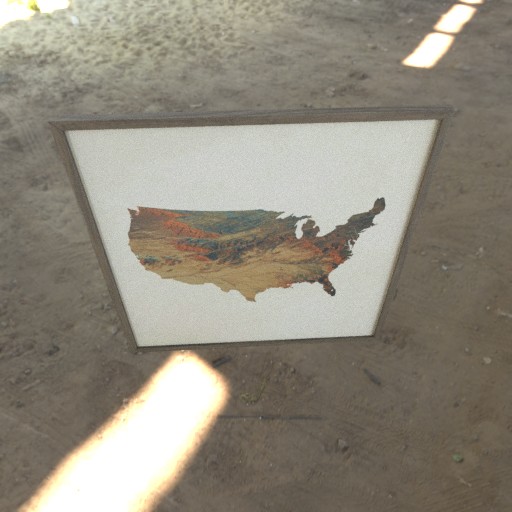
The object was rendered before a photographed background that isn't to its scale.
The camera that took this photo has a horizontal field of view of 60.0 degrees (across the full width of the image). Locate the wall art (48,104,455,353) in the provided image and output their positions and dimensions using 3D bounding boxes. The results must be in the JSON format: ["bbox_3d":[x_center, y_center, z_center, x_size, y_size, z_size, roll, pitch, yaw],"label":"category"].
[{"bbox_3d":[0.000,0.000,0.734,0.508,0.507,0.016,-2,45,-2],"label":"wall art"}]
